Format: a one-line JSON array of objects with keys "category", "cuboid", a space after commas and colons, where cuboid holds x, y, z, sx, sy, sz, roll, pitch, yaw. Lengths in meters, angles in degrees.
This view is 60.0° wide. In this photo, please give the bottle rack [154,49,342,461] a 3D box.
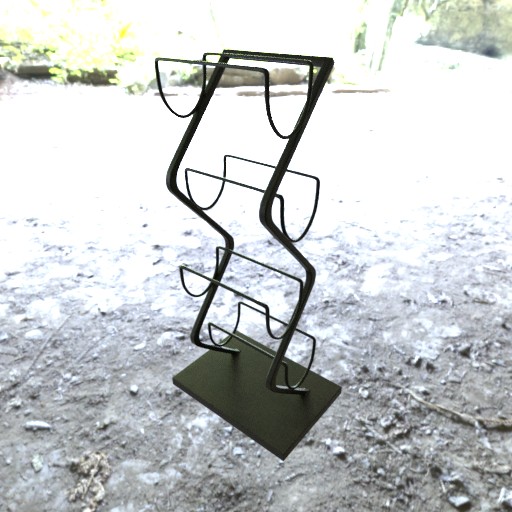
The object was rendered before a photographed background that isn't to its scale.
[{"category": "bottle rack", "cuboid": [0.000, 0.000, 0.673, 0.254, 0.559, 0.178, 22, 36, 33]}]
